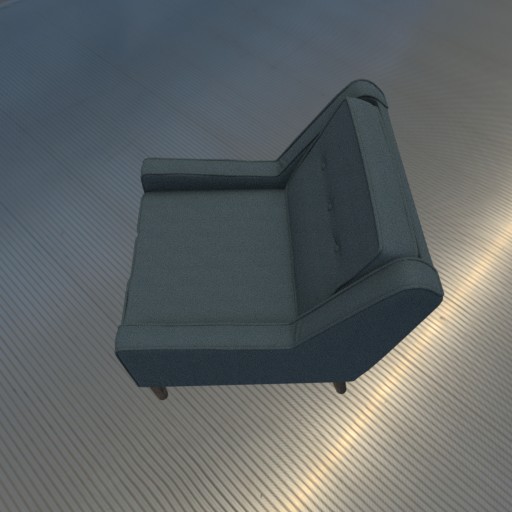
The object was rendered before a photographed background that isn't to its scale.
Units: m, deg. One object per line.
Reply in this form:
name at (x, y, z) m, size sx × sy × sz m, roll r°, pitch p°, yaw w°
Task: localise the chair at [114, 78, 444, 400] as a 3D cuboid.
chair at (0.000, 0.000, 1.322) m, size 0.733 × 0.780 × 0.663 m, roll -2°, pitch 57°, yaw -1°
